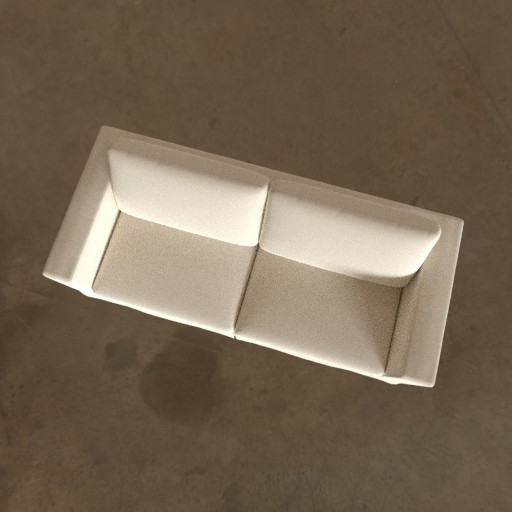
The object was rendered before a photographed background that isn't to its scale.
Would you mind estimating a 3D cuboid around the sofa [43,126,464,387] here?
[{"bbox_3d":[0.000,0.000,2.613,2.163,0.881,0.954,15,77,4],"label":"sofa"}]
